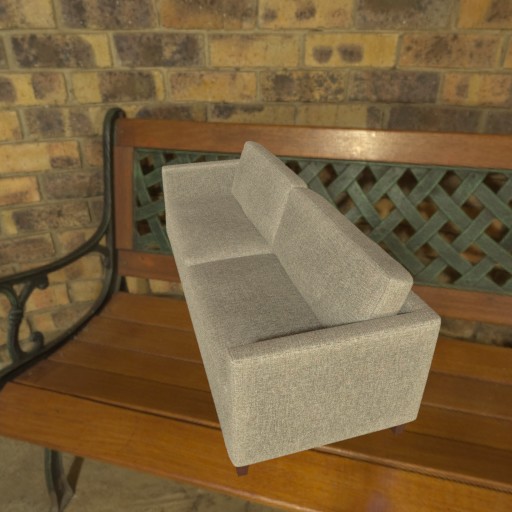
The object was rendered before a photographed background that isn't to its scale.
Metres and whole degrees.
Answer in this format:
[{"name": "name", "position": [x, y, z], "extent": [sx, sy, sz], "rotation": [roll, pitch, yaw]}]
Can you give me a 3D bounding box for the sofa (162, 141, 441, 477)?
[{"name": "sofa", "position": [0.000, 0.000, 2.871], "extent": [0.948, 0.951, 2.434], "rotation": [-8, 30, -14]}]
